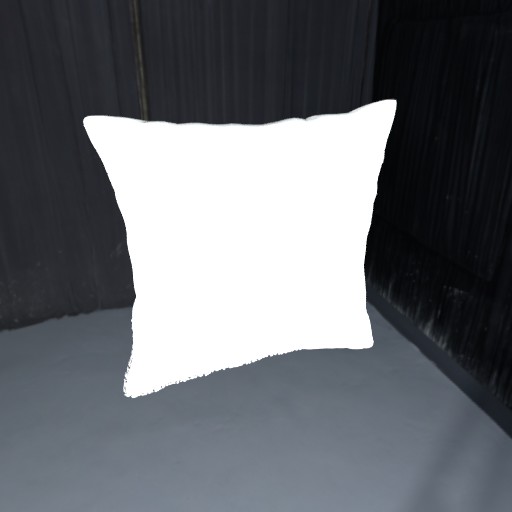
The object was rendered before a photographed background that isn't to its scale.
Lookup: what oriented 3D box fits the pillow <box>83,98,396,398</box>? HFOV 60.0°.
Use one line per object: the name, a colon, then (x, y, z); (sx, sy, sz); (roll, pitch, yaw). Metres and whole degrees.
pillow: (0.000, 0.000, 0.728); (0.475, 0.473, 0.178); (-8, 27, -17)
